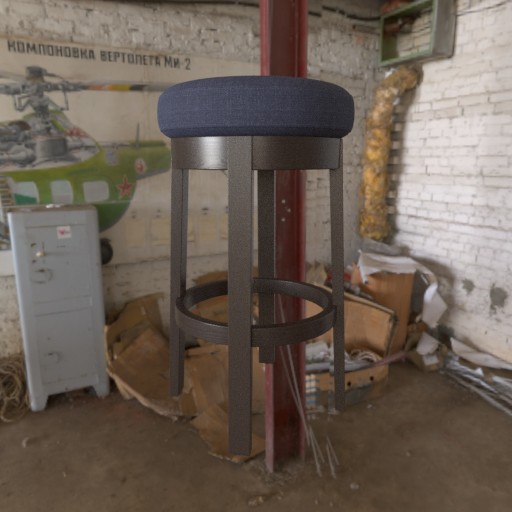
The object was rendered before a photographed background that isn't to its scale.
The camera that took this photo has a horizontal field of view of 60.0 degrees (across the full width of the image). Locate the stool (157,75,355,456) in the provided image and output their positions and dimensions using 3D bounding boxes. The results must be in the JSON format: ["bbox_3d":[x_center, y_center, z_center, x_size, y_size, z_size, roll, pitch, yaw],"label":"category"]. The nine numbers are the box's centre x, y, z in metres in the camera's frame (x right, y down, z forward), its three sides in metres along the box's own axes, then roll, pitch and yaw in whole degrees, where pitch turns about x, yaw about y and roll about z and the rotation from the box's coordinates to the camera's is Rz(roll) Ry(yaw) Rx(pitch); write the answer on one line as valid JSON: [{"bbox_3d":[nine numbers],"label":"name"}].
[{"bbox_3d":[0.000,0.000,1.052,0.446,0.758,0.446,0,13,0],"label":"stool"}]
